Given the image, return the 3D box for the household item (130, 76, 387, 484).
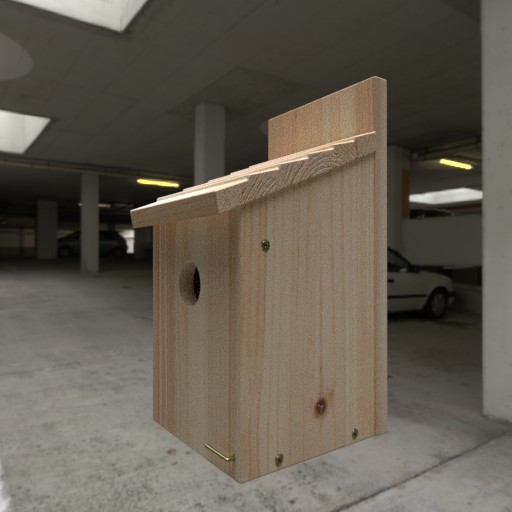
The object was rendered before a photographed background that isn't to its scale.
[{"bbox_3d":[0.000,0.000,0.386,0.171,0.300,0.149,0,0,-36],"label":"household item"}]
